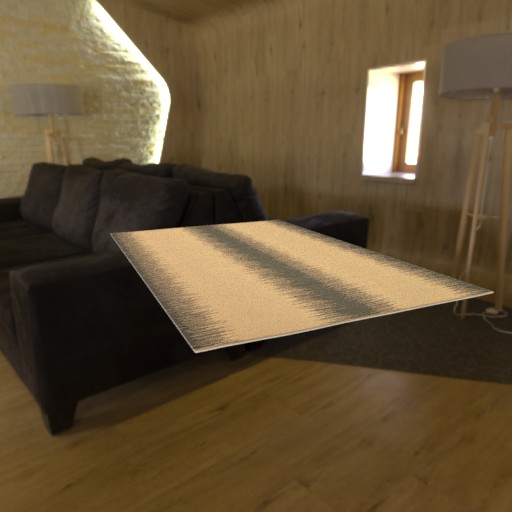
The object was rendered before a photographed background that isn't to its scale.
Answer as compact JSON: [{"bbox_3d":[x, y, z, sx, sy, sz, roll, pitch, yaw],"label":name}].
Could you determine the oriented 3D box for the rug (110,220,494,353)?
[{"bbox_3d":[0.000,0.000,2.317,1.234,0.006,1.854,-7,16,-24],"label":"rug"}]
